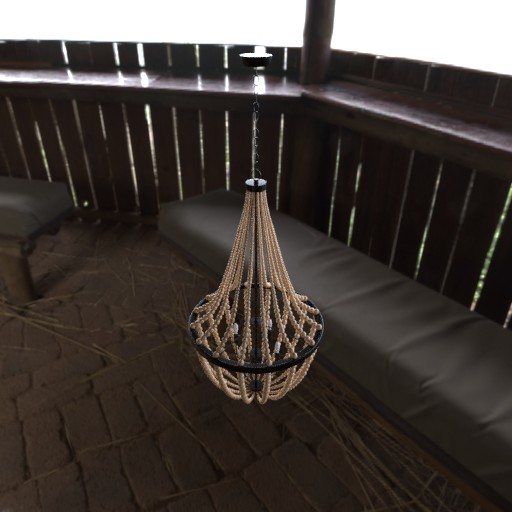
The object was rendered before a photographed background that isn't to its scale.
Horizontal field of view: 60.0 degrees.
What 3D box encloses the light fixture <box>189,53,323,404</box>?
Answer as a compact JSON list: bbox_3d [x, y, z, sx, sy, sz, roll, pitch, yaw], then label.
[{"bbox_3d":[0.000,0.000,1.365,0.450,1.133,0.450,0,30,0],"label":"light fixture"}]
